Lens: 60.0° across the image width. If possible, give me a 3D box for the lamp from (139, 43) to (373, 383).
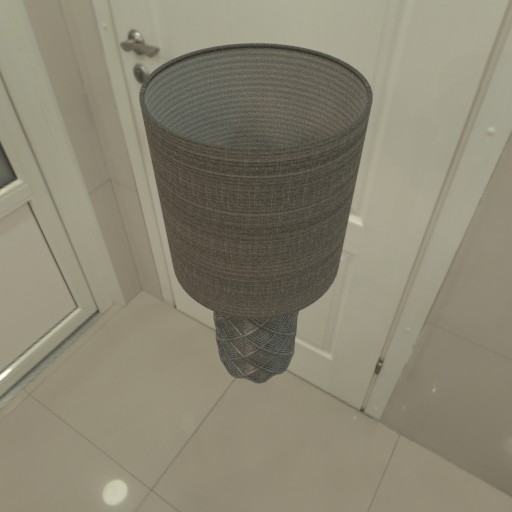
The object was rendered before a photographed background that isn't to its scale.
[{"bbox_3d":[0.000,0.000,0.720,0.268,0.566,0.269,25,51,22],"label":"lamp"}]
